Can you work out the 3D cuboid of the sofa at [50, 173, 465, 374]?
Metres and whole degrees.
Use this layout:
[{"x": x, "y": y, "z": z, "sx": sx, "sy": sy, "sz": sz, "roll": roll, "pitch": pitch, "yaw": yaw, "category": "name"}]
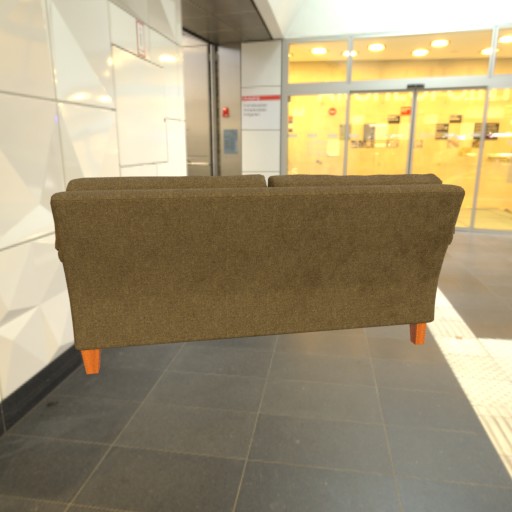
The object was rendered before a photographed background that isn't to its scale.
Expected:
[{"x": 0.000, "y": 0.000, "z": 2.795, "sx": 2.160, "sy": 1.054, "sz": 1.087, "roll": -3, "pitch": 14, "yaw": -10, "category": "sofa"}]
